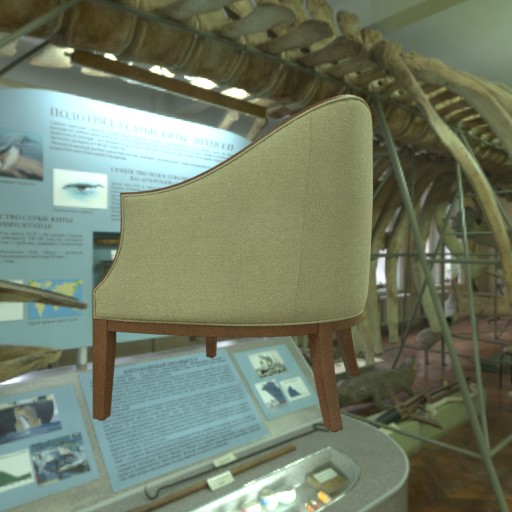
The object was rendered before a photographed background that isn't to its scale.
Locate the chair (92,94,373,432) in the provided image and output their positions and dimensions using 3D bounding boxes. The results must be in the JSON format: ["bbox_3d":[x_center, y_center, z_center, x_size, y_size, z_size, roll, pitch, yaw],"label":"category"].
[{"bbox_3d":[0.000,0.000,1.446,0.735,0.876,0.803,0,0,18],"label":"chair"}]
